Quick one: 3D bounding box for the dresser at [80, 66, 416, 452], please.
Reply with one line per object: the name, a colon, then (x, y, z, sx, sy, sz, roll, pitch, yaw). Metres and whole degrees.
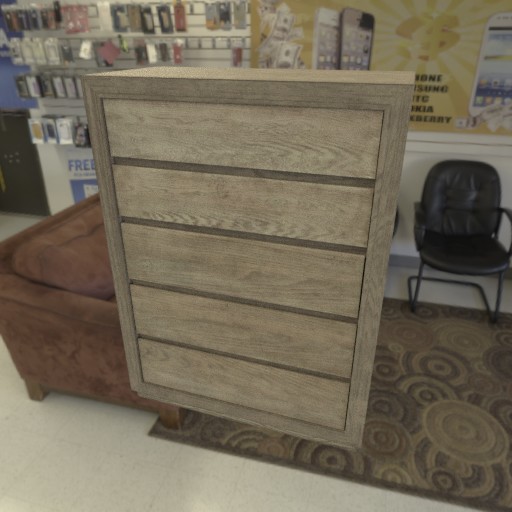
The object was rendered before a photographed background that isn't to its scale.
dresser: (0.000, 0.000, 1.696, 0.967, 1.295, 0.483, 8, 27, 16)
